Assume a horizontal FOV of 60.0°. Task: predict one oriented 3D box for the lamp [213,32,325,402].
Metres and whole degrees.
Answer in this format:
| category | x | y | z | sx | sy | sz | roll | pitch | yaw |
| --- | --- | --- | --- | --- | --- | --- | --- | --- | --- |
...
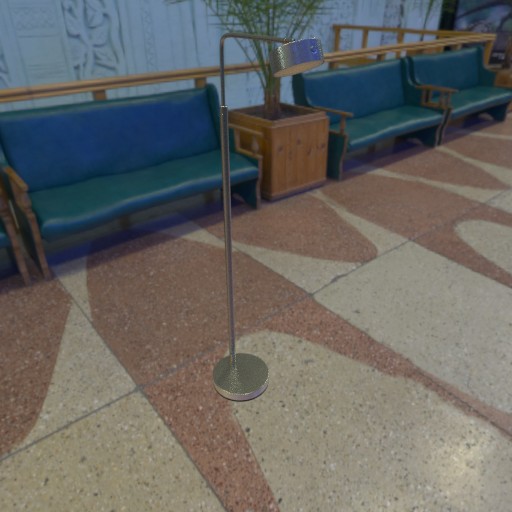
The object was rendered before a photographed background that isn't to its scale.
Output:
| category | x | y | z | sx | sy | sz | roll | pitch | yaw |
| --- | --- | --- | --- | --- | --- | --- | --- | --- | --- |
| lamp | 0.000 | 0.000 | 1.384 | 0.222 | 1.250 | 0.421 | -21 | 37 | -31 |
